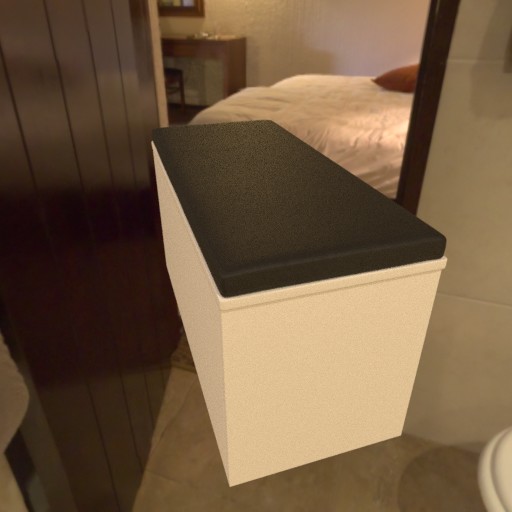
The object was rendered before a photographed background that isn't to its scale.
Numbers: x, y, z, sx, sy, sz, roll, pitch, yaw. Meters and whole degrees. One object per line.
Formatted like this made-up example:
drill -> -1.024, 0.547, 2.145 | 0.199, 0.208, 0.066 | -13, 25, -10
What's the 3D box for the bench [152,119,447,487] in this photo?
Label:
bench -> 0.000, 0.000, 1.175 | 0.401, 0.500, 0.899 | -9, 31, -15
